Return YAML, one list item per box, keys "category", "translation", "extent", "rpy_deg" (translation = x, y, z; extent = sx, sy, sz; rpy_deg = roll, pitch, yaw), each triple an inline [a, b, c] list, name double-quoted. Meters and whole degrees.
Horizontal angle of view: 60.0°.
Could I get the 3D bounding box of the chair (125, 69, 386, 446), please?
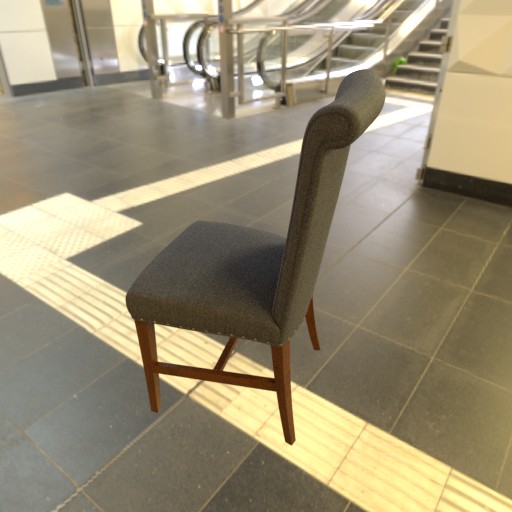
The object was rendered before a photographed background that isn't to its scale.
- category: "chair"
  translation: [0.000, 0.000, 1.311]
  extent: [0.608, 0.988, 0.513]
  rpy_deg: [9, 32, 15]
